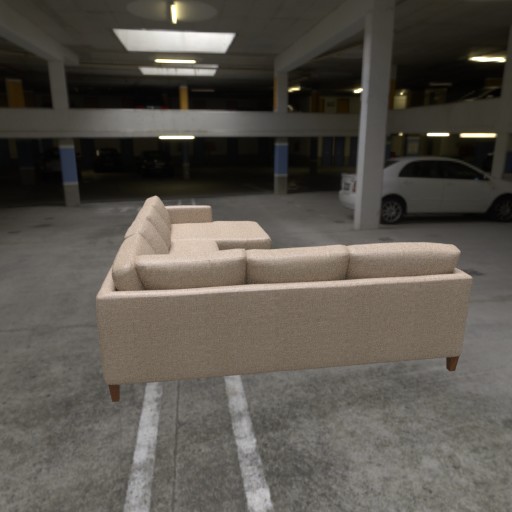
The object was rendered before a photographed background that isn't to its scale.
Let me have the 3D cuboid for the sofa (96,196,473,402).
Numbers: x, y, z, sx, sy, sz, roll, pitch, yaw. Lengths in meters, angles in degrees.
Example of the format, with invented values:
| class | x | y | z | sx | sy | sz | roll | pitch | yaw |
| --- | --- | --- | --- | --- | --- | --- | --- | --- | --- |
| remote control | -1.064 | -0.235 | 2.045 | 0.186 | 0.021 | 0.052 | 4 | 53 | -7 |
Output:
| class | x | y | z | sx | sy | sz | roll | pitch | yaw |
| --- | --- | --- | --- | --- | --- | --- | --- | --- | --- |
| sofa | 0.000 | 0.000 | 4.603 | 2.594 | 0.961 | 3.460 | -3 | 16 | -9 |
